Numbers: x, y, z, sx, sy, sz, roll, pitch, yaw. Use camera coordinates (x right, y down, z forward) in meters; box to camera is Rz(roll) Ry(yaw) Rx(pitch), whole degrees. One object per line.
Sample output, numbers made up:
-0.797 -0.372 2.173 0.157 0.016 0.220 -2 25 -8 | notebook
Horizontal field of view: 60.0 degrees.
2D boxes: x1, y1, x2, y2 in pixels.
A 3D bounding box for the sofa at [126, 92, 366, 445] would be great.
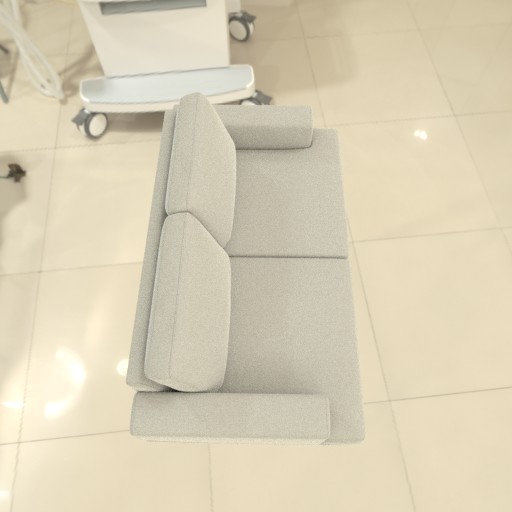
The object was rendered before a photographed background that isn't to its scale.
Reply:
0.000 0.000 2.127 0.920 0.810 1.650 1 63 0 | sofa
